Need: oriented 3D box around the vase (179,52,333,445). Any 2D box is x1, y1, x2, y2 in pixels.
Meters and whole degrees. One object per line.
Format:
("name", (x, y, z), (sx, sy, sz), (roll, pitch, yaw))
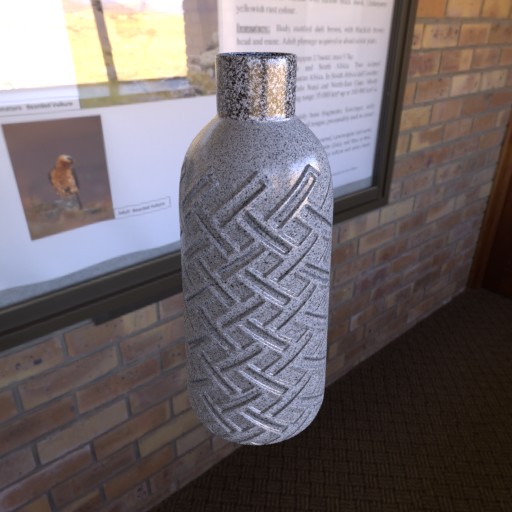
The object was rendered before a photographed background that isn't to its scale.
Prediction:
("vase", (0.000, 0.000, 0.340), (0.122, 0.282, 0.122), (0, 27, 0))
